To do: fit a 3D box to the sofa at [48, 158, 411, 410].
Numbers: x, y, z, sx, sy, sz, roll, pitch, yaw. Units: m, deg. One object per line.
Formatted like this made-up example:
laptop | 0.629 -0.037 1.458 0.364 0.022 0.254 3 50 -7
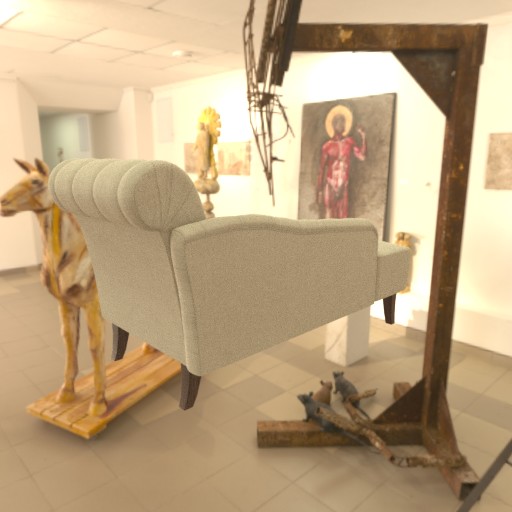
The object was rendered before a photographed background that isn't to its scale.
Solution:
sofa | 0.000 0.000 1.817 1.379 0.787 0.675 -12 18 -42
